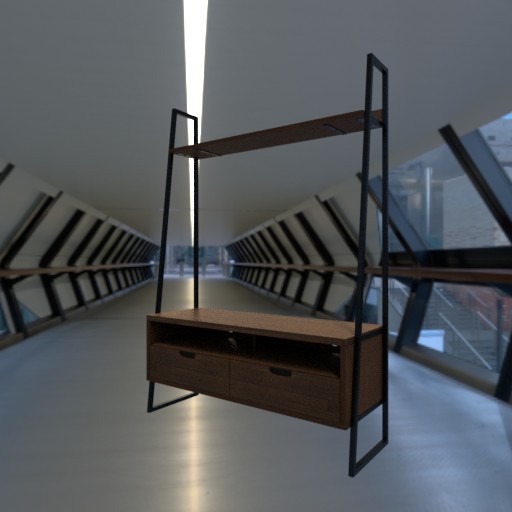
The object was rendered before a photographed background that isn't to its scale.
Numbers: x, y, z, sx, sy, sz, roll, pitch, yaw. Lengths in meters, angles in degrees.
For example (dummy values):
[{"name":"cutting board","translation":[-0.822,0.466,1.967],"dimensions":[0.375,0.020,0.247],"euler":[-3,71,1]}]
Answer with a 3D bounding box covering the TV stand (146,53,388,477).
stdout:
[{"name":"TV stand","translation":[0.000,0.000,2.297],"dimensions":[1.250,1.772,0.432],"euler":[0,0,36]}]
